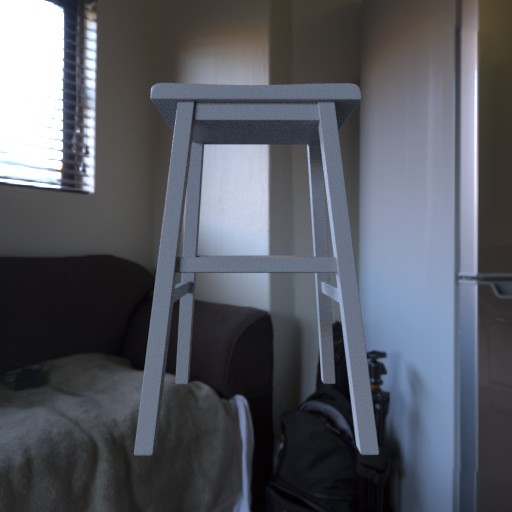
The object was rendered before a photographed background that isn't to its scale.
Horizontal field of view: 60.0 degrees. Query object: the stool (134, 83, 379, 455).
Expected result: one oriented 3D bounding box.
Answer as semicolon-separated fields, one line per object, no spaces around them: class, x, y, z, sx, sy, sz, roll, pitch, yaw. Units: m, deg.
stool;0.000;0.000;1.060;0.457;0.737;0.476;0;1;0
